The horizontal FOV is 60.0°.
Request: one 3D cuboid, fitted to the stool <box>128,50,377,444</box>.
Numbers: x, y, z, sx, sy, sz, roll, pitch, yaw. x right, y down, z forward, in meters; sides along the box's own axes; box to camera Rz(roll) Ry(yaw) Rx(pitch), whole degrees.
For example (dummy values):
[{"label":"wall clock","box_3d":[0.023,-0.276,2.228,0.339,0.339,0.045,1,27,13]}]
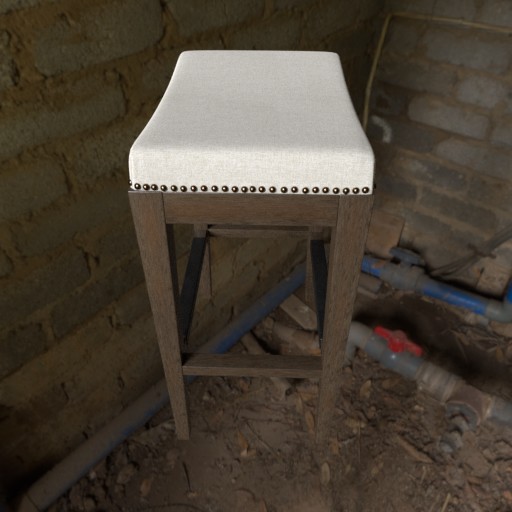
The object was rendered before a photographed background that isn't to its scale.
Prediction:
[{"label":"stool","box_3d":[0.000,0.000,1.007,0.358,0.759,0.498,1,41,1]}]
